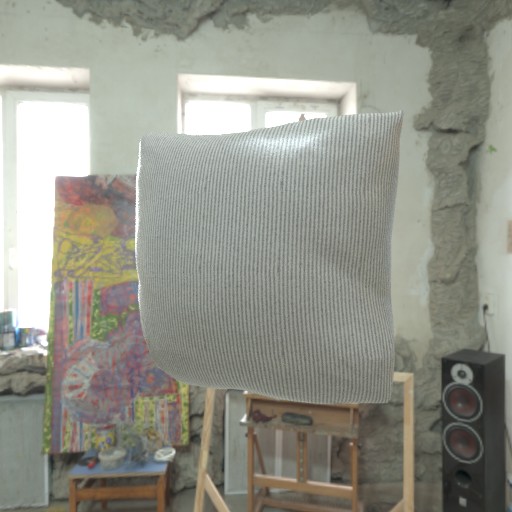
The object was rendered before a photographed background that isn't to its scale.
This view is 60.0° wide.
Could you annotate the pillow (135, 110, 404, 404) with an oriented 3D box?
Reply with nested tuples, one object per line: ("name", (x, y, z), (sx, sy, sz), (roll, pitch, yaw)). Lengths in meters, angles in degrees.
("pillow", (0.000, 0.000, 0.705), (0.310, 0.432, 0.387), (-1, 1, -36))
